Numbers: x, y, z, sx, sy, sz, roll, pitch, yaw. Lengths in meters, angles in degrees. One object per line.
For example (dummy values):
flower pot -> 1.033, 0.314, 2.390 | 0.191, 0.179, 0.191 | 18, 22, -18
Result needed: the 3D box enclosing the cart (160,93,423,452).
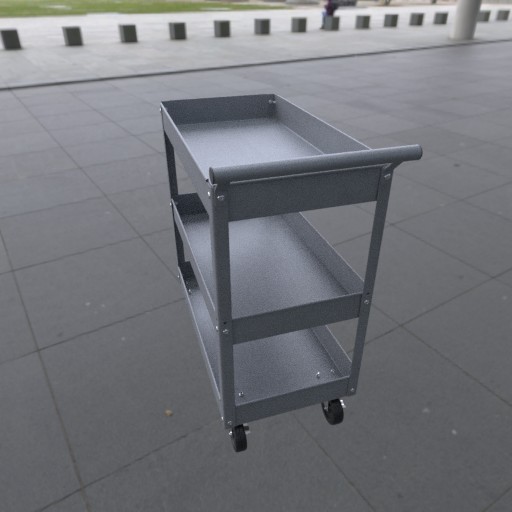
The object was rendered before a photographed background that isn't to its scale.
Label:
cart -> 0.000, 0.000, 1.195 | 0.366, 0.780, 0.719 | -9, 33, -15
